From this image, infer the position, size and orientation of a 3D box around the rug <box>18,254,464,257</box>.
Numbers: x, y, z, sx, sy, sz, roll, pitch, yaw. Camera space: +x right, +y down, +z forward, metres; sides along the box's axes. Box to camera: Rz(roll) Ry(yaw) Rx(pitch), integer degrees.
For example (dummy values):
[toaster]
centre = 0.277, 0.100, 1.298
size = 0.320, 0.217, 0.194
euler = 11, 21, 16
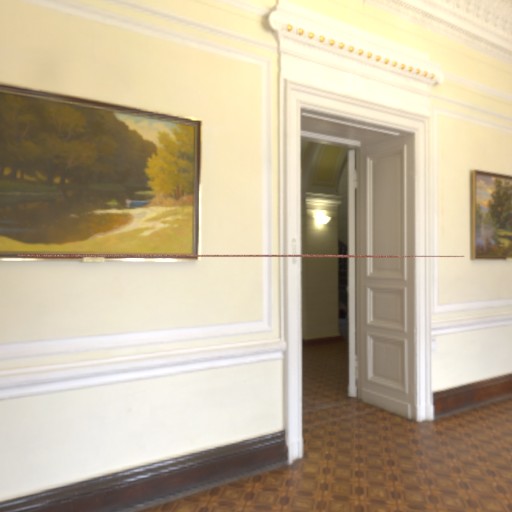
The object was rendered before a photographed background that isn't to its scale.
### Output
[rug]
centre = 0.000, 0.000, 2.561
size = 2.353, 0.013, 0.718
euler = 0, 0, -19
